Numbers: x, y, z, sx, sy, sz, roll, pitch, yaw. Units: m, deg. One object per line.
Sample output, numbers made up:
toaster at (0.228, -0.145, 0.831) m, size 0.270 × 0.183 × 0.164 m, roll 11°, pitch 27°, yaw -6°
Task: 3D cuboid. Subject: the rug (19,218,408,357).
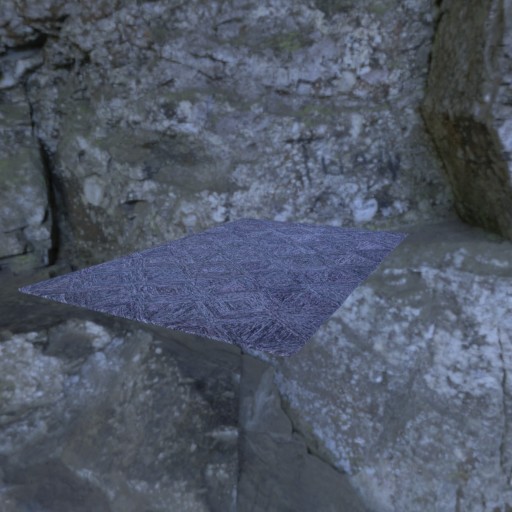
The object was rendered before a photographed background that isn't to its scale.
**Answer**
rug at (0.000, 0.000, 2.186) m, size 1.158 × 0.013 × 1.752 m, roll 8°, pitch 17°, yaw 27°
